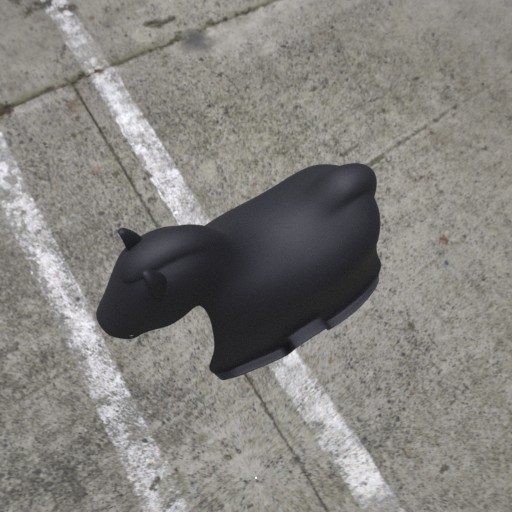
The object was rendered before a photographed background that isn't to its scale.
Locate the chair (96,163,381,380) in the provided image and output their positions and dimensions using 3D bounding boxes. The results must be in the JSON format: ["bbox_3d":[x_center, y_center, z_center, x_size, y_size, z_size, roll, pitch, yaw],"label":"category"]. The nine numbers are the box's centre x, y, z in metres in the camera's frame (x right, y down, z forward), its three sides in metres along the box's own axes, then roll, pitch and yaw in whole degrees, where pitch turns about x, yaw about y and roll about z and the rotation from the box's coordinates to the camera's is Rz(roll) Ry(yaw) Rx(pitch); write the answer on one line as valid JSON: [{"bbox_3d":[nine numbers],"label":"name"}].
[{"bbox_3d":[0.000,0.000,1.144,0.800,0.612,0.429,-30,67,-14],"label":"chair"}]
